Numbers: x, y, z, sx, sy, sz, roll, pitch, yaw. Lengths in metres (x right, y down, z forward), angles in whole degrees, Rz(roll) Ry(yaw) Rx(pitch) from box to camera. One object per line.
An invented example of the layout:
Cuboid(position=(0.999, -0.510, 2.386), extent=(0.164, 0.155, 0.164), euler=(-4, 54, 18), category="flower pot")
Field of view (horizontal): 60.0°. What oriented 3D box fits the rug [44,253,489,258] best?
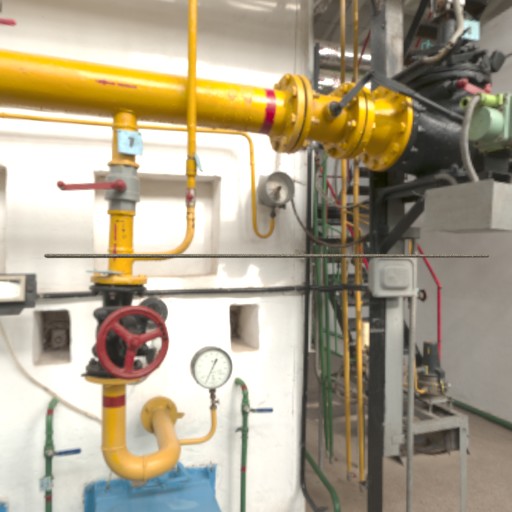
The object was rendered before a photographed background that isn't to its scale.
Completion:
Cuboid(position=(0.000, 0.000, 2.176), extent=(1.748, 0.014, 1.144), euler=(0, 0, -18), category="rug")
